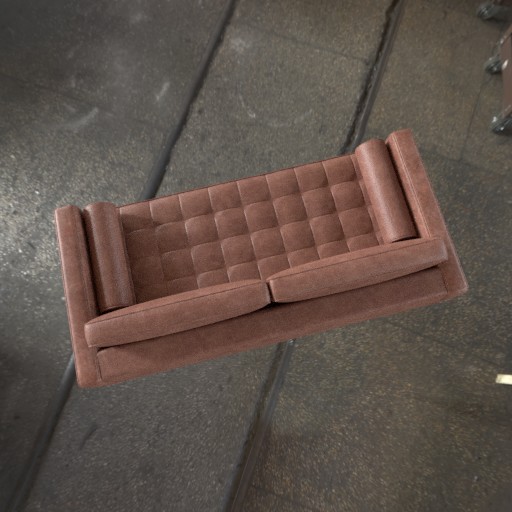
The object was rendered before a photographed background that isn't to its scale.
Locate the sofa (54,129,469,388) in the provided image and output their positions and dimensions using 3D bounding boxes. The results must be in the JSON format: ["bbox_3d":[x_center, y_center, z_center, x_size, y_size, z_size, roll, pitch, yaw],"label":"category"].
[{"bbox_3d":[0.000,0.000,2.310,1.870,0.760,0.910,-13,77,-3],"label":"sofa"}]
